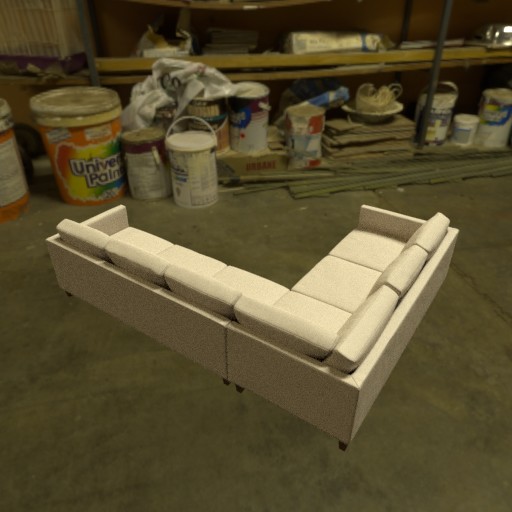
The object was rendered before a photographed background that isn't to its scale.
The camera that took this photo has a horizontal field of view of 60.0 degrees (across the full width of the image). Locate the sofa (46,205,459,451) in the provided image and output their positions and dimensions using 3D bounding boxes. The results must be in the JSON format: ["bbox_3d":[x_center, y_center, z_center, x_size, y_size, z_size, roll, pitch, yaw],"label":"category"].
[{"bbox_3d":[0.000,0.000,4.388,3.182,0.863,2.432,20,38,29],"label":"sofa"}]
